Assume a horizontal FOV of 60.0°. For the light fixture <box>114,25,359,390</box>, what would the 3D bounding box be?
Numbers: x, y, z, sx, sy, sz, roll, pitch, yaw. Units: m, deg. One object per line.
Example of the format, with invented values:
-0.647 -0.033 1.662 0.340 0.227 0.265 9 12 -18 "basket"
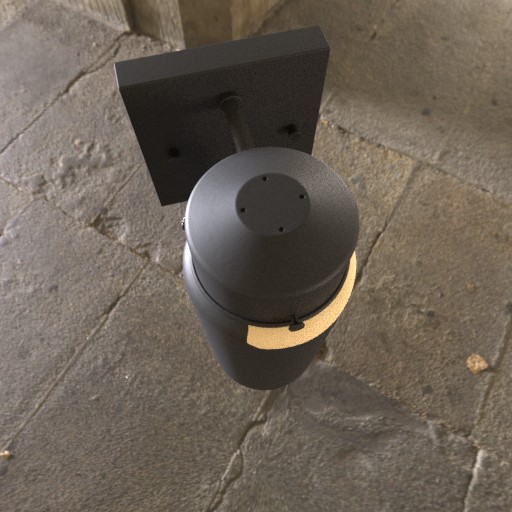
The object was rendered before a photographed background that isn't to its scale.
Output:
0.000 0.000 0.351 0.130 0.257 0.176 -14 65 -6 "light fixture"
